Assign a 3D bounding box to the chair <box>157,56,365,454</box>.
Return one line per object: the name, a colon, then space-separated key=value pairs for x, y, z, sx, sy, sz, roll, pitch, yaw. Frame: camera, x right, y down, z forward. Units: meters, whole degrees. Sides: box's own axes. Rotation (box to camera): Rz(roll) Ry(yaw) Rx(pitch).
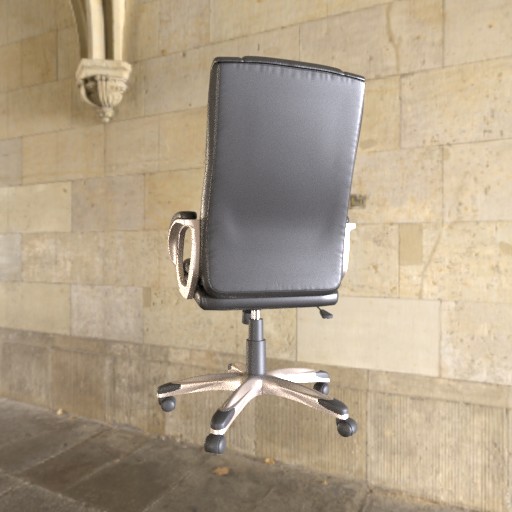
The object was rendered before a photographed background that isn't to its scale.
chair: x=0.000 y=0.000 z=1.636 sx=0.700 sy=1.145 sz=0.780 roll=0 pitch=0 yaw=-17
